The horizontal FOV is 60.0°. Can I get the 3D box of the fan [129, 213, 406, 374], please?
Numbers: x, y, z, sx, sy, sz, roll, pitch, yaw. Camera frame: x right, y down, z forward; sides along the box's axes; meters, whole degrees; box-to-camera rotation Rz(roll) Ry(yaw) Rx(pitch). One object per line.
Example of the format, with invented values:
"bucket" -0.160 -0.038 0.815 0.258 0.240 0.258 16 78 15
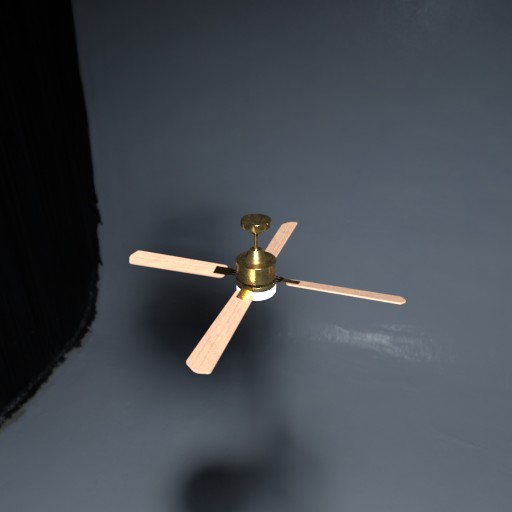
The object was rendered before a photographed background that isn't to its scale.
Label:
"fan" 0.000 0.000 1.991 1.320 0.355 1.320 9 29 16
